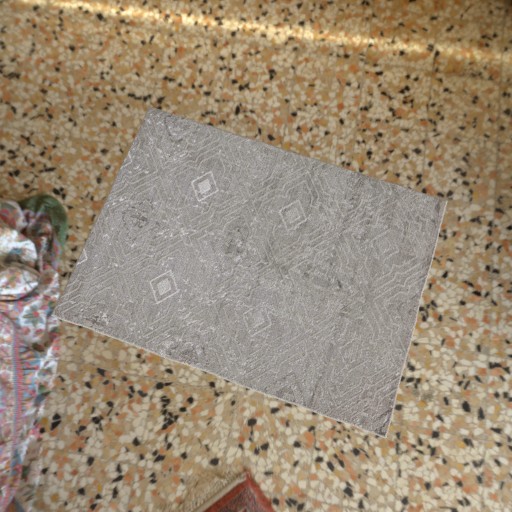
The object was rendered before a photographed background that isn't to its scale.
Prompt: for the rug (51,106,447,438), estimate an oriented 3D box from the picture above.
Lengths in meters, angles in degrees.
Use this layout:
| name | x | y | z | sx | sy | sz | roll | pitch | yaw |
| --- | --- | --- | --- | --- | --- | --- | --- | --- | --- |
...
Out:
| name | x | y | z | sx | sy | sz | roll | pitch | yaw |
| --- | --- | --- | --- | --- | --- | --- | --- | --- | --- |
| rug | 0.000 | 0.000 | 4.440 | 3.359 | 0.020 | 2.448 | 19 | 76 | 5 |
